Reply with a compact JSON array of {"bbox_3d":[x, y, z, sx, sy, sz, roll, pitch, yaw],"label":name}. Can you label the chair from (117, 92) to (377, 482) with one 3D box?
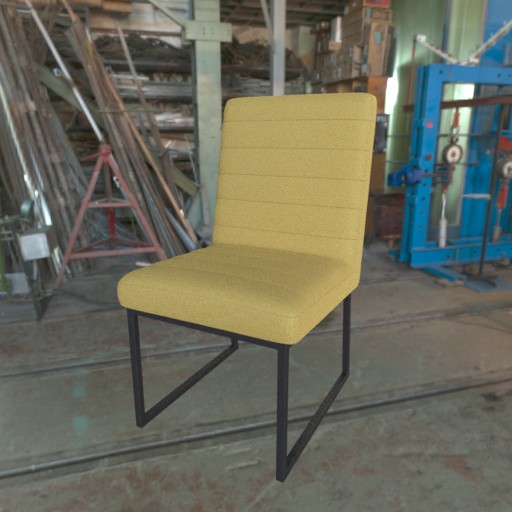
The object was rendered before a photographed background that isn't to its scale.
[{"bbox_3d":[0.000,0.000,1.302,0.520,0.930,0.634,8,17,27],"label":"chair"}]
